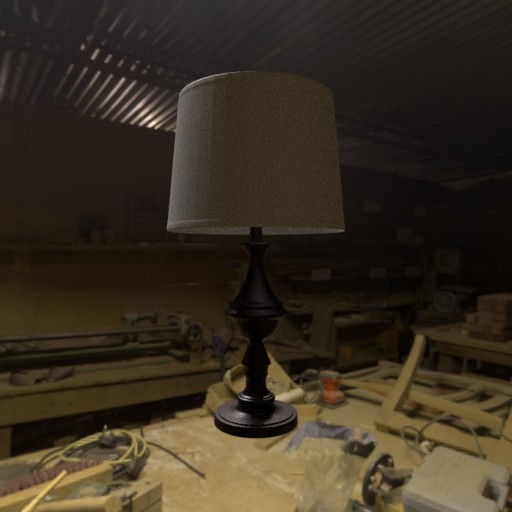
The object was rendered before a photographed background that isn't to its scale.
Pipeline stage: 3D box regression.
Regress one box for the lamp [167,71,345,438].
[{"bbox_3d":[0.000,0.000,0.971,0.383,0.726,0.383,0,1,0],"label":"lamp"}]
